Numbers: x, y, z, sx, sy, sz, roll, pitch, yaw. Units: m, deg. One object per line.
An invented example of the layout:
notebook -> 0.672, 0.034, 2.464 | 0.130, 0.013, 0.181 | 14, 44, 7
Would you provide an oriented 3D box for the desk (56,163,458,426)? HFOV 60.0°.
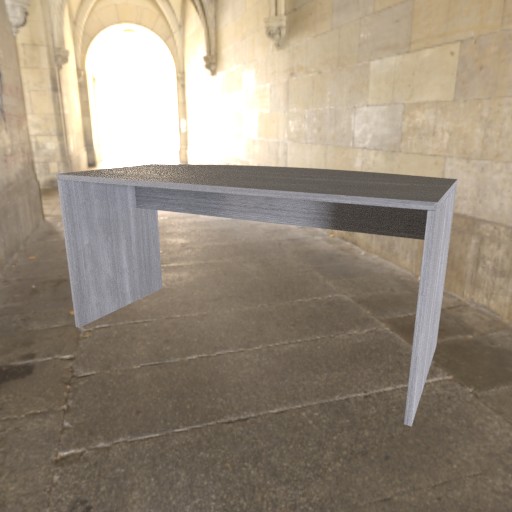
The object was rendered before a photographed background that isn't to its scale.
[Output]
desk -> 0.000, 0.000, 2.065 | 1.600, 0.750, 0.802 | 9, 19, 27
